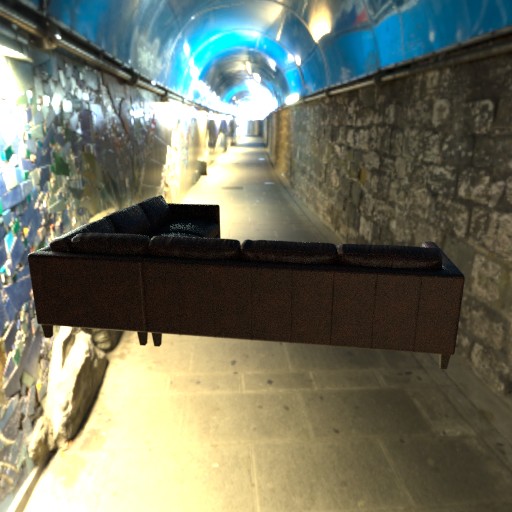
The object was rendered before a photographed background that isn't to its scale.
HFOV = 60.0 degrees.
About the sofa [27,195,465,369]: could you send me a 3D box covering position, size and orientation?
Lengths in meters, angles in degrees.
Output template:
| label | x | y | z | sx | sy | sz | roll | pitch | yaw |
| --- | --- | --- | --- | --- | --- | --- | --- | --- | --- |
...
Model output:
| label | x | y | z | sx | sy | sz | roll | pitch | yaw |
| --- | --- | --- | --- | --- | --- | --- | --- | --- | --- |
| sofa | 0.000 | 0.000 | 4.337 | 3.152 | 0.836 | 2.438 | 3 | 16 | 9 |
